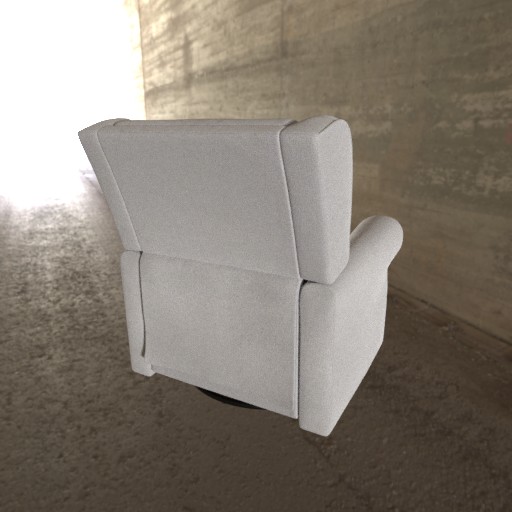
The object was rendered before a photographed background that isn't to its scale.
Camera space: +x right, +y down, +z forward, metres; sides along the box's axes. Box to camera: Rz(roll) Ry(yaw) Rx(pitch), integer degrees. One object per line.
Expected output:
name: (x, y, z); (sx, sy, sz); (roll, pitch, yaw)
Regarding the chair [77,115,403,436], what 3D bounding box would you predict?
chair: (0.000, 0.000, 1.628); (0.906, 0.967, 0.854); (9, 18, 28)
